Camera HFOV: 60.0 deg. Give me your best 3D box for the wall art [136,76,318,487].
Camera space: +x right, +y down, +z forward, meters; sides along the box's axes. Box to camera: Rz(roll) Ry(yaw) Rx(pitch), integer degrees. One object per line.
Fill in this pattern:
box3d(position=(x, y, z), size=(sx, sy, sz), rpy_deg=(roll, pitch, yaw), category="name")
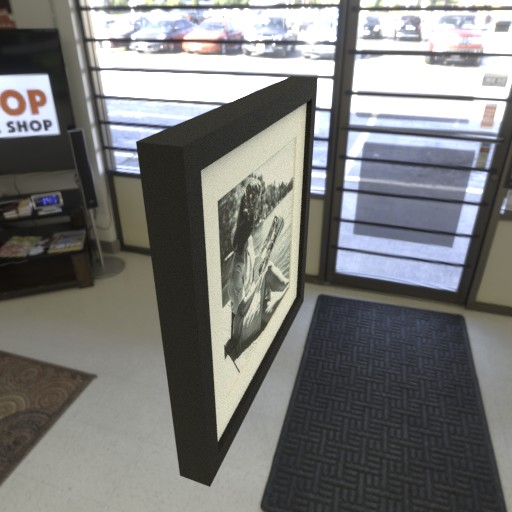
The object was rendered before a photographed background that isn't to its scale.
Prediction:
box3d(position=(0.000, 0.000, 0.451), size=(0.030, 0.305, 0.308), rpy_deg=(11, 31, 18), category="wall art")
